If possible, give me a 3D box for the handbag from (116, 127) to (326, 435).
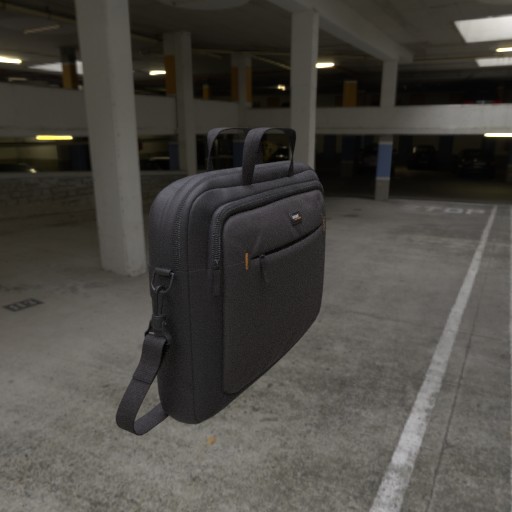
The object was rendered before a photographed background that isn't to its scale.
[{"bbox_3d":[0.000,0.000,0.438,0.089,0.244,0.320,9,18,28],"label":"handbag"}]
